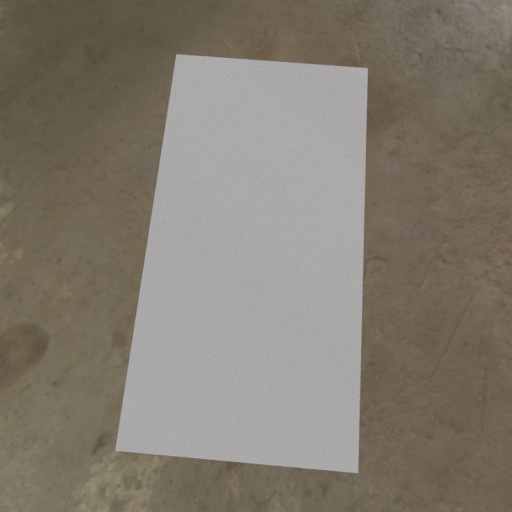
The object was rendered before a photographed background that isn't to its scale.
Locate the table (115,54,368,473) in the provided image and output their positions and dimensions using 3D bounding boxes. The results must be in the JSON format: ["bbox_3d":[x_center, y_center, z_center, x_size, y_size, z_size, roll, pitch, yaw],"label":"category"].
[{"bbox_3d":[0.000,0.000,1.670,0.700,0.470,1.350,5,75,1],"label":"table"}]
